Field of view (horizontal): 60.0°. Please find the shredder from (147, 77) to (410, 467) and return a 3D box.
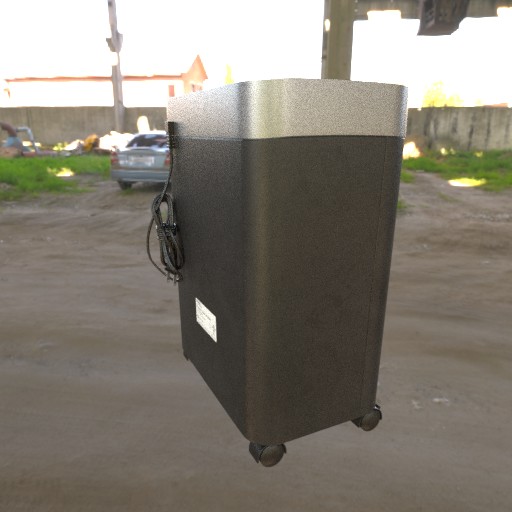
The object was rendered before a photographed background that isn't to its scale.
[{"bbox_3d":[0.000,0.000,0.594,0.237,0.419,0.311,-8,17,-25],"label":"shredder"}]
